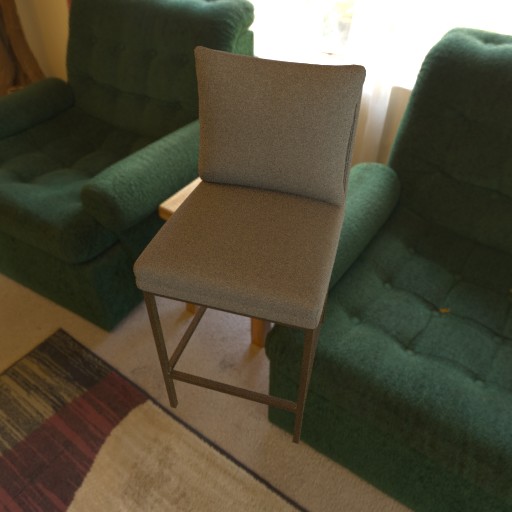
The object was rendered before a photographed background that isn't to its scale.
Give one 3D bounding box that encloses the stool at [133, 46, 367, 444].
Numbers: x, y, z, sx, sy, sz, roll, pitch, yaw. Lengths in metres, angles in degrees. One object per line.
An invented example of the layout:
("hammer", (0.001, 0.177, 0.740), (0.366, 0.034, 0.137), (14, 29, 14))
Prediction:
("stool", (0.000, 0.000, 1.307), (0.463, 1.030, 0.569), (11, 43, 13))
